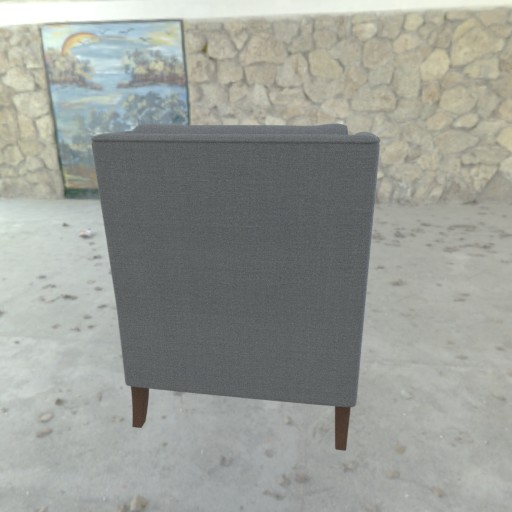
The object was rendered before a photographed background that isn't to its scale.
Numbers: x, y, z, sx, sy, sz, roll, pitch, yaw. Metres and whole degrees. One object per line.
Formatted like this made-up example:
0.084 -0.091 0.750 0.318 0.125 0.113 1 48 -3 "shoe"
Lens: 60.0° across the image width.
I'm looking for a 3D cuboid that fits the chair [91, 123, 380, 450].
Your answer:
0.000 0.000 1.830 0.866 1.056 1.040 3 17 9 "chair"
